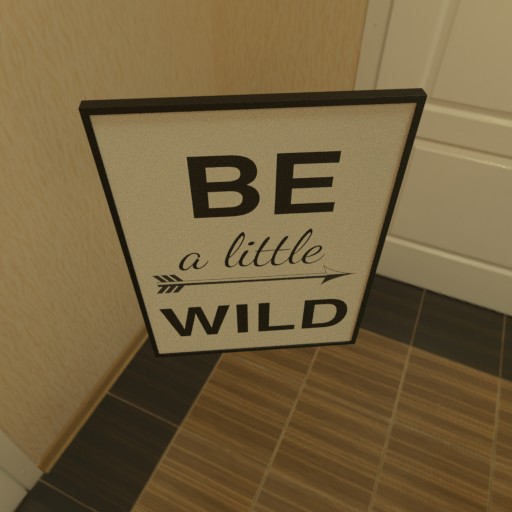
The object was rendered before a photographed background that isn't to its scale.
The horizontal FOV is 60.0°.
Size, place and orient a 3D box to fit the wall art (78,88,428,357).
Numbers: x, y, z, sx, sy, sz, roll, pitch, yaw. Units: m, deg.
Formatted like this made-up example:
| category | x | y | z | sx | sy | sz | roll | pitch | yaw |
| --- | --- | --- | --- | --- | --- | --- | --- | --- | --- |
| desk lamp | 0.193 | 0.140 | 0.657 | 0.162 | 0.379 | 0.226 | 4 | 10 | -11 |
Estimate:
| category | x | y | z | sx | sy | sz | roll | pitch | yaw |
| --- | --- | --- | --- | --- | --- | --- | --- | --- | --- |
| wall art | 0.000 | 0.000 | 1.415 | 0.806 | 1.062 | 0.038 | -3 | 46 | -3 |
